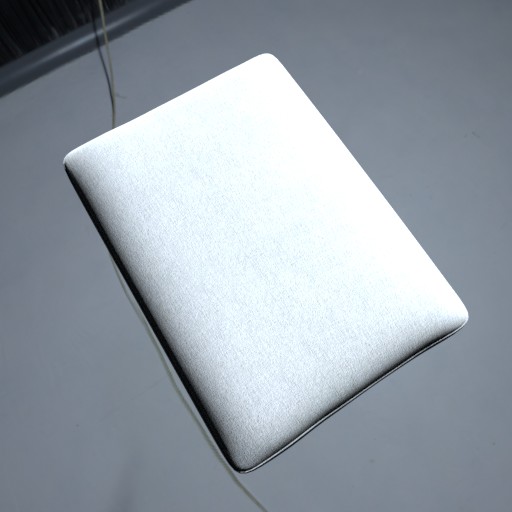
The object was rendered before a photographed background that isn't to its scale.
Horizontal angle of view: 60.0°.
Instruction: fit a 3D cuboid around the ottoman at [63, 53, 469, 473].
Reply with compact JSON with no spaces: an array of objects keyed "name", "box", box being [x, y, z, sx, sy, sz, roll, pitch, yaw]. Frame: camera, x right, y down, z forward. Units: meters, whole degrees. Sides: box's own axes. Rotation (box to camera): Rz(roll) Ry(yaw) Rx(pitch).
[{"name":"ottoman","box":[0.000,0.000,1.041,0.549,0.428,0.749,-31,76,-8]}]
